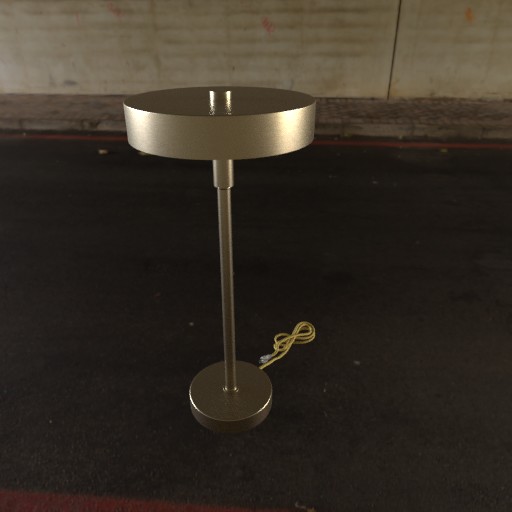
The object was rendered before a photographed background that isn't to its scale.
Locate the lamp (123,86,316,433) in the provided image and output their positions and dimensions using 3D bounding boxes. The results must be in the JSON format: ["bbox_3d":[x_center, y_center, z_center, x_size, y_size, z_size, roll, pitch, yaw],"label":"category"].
[{"bbox_3d":[0.000,0.000,0.700,0.229,0.508,0.369,19,33,32],"label":"lamp"}]
